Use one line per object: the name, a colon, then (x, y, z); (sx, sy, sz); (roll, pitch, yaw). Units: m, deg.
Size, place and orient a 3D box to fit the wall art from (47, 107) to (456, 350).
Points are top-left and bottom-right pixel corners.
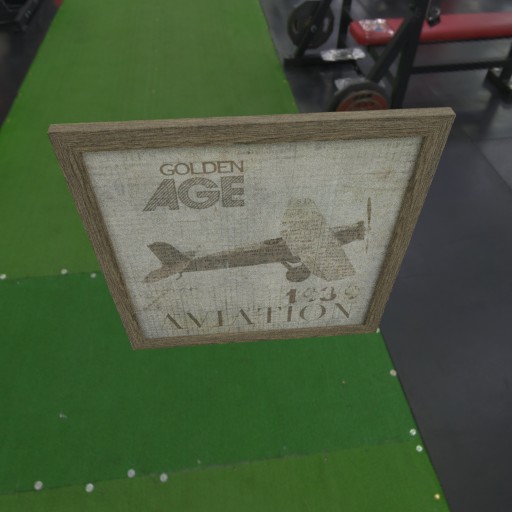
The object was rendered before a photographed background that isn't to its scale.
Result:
wall art: (0.000, 0.000, 0.743); (0.508, 0.508, 0.019); (-3, 48, -3)
